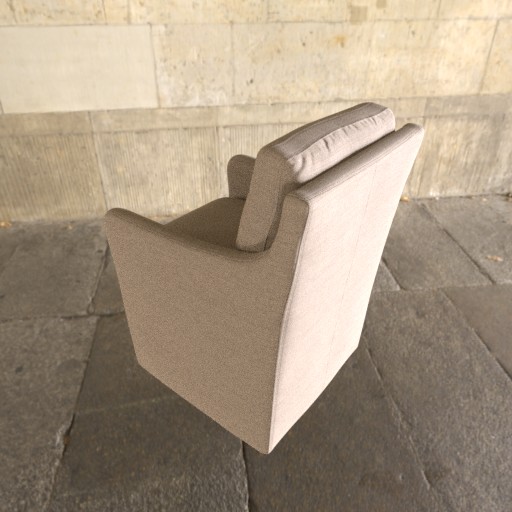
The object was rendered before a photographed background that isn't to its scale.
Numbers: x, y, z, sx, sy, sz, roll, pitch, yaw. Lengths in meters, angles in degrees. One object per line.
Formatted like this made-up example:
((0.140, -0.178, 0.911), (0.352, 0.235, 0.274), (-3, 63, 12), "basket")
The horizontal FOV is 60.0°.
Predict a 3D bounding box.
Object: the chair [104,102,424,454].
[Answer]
((0.000, 0.000, 1.378), (0.694, 0.914, 0.626), (23, 40, 31), "chair")
